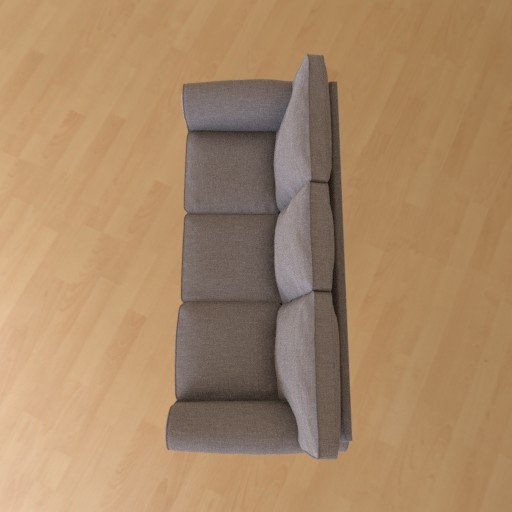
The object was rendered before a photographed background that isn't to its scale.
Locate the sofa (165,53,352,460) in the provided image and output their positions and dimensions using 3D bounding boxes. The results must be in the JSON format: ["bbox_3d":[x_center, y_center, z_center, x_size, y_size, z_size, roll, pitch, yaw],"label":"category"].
[{"bbox_3d":[0.000,0.000,2.574,0.916,0.961,2.084,0,77,0],"label":"sofa"}]
